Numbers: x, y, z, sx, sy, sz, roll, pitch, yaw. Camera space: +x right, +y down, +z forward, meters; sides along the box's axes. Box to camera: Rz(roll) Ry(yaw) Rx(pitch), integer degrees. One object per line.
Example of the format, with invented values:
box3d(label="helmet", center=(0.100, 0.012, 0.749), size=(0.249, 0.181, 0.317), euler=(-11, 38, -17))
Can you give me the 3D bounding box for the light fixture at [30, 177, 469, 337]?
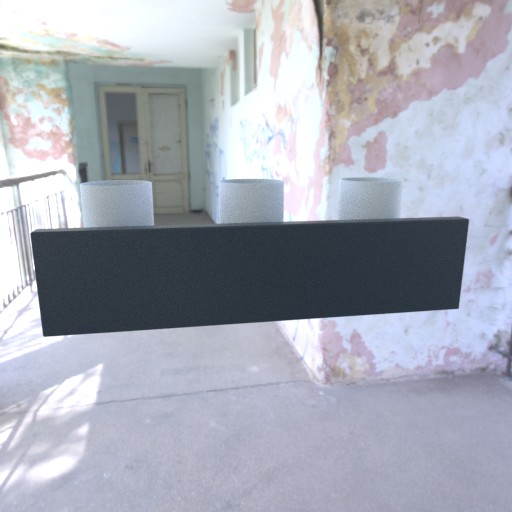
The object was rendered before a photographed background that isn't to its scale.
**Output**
box3d(label="light fixture", center=(0.000, 0.000, 0.529), size=(0.451, 0.172, 0.145), euler=(-2, 14, -10))
